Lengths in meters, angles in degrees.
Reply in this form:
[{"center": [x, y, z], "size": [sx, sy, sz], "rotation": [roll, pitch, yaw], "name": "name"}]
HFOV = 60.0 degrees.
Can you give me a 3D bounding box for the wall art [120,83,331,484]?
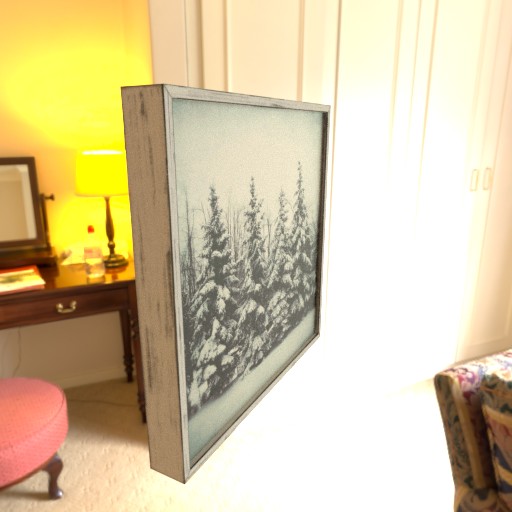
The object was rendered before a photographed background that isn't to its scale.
[{"center": [0.000, 0.000, 0.452], "size": [0.036, 0.303, 0.303], "rotation": [9, 18, 28], "name": "wall art"}]
